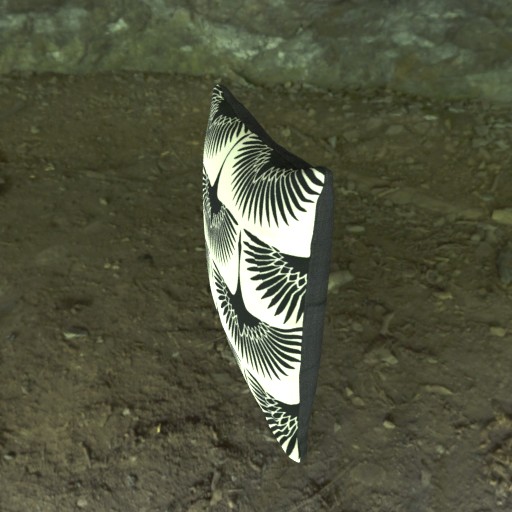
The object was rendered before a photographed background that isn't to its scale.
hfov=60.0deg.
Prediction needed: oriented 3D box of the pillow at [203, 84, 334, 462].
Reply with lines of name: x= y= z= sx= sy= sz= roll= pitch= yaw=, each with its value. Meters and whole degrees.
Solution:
pillow: x=0.000 y=0.000 z=0.686 sx=0.139 sy=0.432 sz=0.432 roll=-9 pitch=33 yaw=-15
